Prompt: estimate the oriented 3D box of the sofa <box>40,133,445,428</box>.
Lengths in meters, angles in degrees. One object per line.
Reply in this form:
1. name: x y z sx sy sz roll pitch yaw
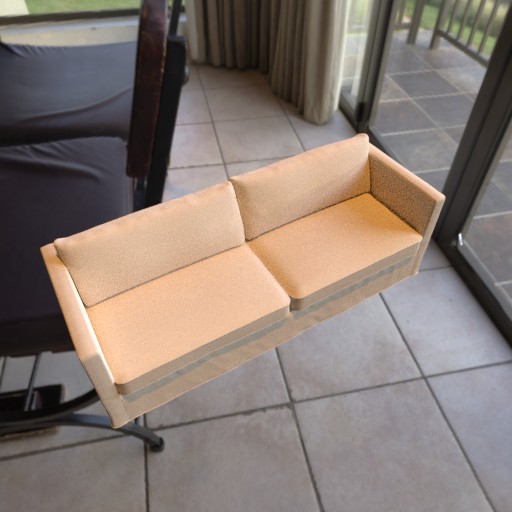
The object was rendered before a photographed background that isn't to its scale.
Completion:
1. sofa: 0.000 0.000 3.360 2.779 0.999 1.036 -23 50 -21
